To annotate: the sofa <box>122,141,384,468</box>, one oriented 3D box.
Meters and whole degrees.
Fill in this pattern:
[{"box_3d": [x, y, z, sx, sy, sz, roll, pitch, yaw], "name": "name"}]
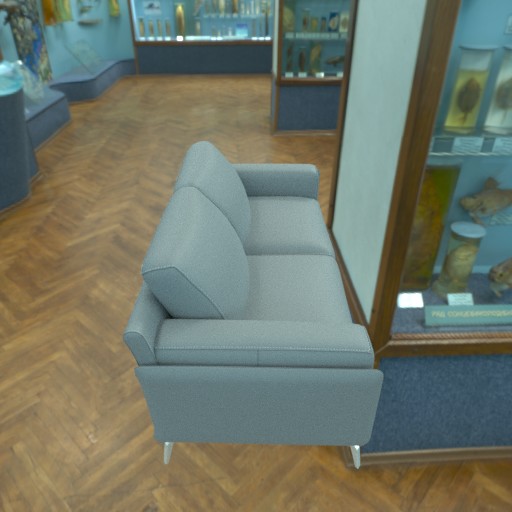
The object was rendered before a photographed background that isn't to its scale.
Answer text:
[{"box_3d": [0.000, 0.000, 2.574, 0.969, 0.900, 2.100, 0, 32, 0], "name": "sofa"}]
